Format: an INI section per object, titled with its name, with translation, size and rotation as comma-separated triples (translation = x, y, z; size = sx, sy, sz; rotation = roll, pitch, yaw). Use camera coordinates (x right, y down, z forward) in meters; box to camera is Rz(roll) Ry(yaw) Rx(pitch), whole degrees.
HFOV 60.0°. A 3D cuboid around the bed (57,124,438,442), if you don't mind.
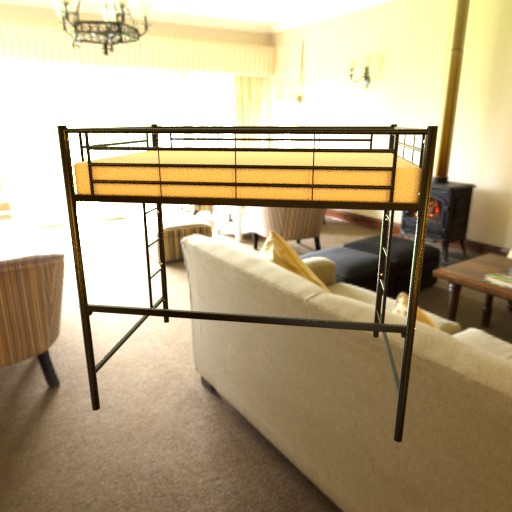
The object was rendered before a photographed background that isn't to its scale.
[bed]
translation = 0.000, 0.000, 3.173
size = 1.994, 1.803, 1.397
rotation = 3, 17, 9
